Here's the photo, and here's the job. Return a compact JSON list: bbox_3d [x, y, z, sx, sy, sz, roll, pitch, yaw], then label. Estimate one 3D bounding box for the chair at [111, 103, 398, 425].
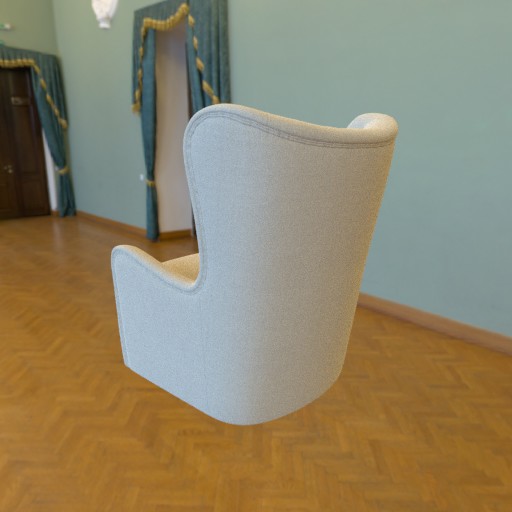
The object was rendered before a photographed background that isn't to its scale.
[{"bbox_3d":[0.000,0.000,1.746,0.831,1.079,0.929,-15,21,-43],"label":"chair"}]
